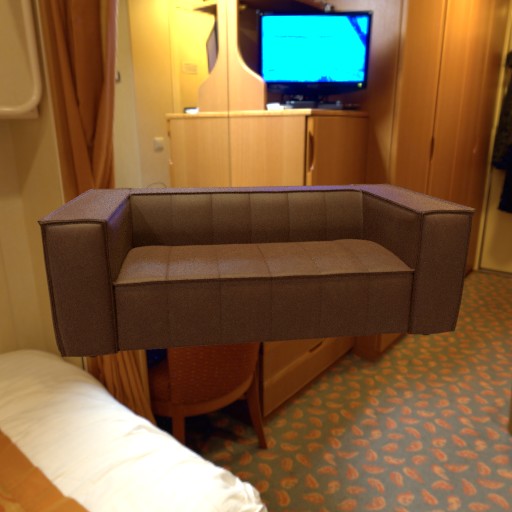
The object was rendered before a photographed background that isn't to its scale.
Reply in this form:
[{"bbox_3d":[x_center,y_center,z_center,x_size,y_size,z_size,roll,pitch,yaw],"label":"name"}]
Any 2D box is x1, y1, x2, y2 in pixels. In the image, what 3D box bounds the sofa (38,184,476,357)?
[{"bbox_3d":[0.000,0.000,2.618,2.088,0.703,1.102,-2,16,-8],"label":"sofa"}]
